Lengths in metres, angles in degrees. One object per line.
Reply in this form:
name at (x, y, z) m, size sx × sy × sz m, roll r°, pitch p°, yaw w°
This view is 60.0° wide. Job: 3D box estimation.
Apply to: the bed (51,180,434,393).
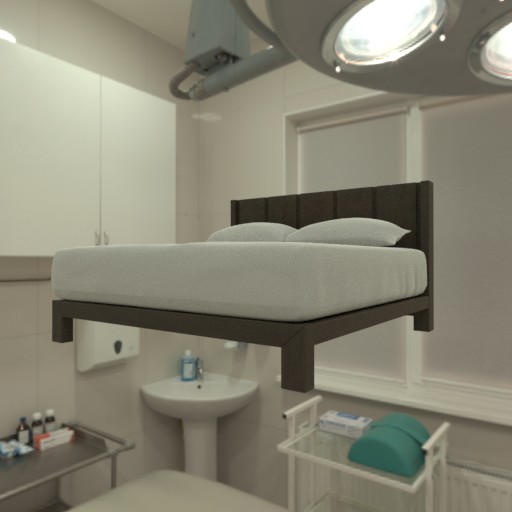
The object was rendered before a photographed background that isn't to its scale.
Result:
bed at (0.000, 0.000, 3.521) m, size 2.143 × 1.261 × 2.238 m, roll 0°, pitch 0°, yaw 36°
